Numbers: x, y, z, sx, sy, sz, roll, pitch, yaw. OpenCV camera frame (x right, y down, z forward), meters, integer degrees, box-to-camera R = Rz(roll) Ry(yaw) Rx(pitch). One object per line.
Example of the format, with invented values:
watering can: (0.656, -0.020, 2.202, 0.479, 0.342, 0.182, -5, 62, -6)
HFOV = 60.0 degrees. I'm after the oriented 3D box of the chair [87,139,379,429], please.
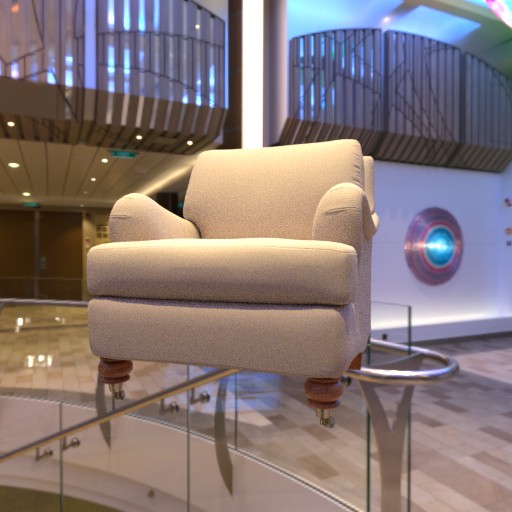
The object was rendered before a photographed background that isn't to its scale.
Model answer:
chair: (0.000, 0.000, 1.850, 0.955, 1.038, 1.070, 0, 1, 19)
